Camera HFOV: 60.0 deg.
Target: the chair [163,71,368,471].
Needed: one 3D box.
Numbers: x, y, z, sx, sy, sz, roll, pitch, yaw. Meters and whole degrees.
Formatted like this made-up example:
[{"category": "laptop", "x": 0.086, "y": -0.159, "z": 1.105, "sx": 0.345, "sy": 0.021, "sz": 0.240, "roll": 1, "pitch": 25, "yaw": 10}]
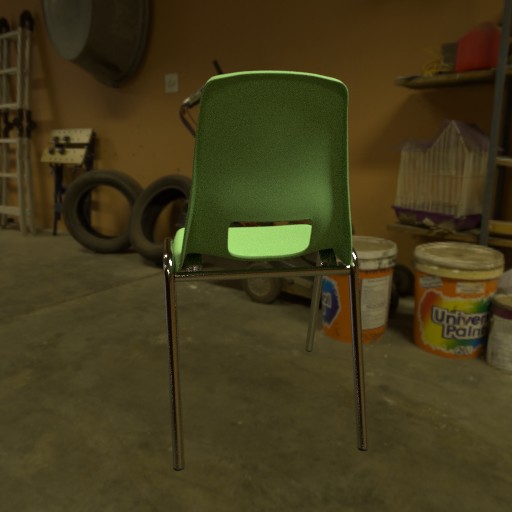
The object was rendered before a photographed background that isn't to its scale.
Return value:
[{"category": "chair", "x": 0.000, "y": 0.000, "z": 0.918, "sx": 0.381, "sy": 0.653, "sz": 0.436, "roll": -2, "pitch": 14, "yaw": -9}]
